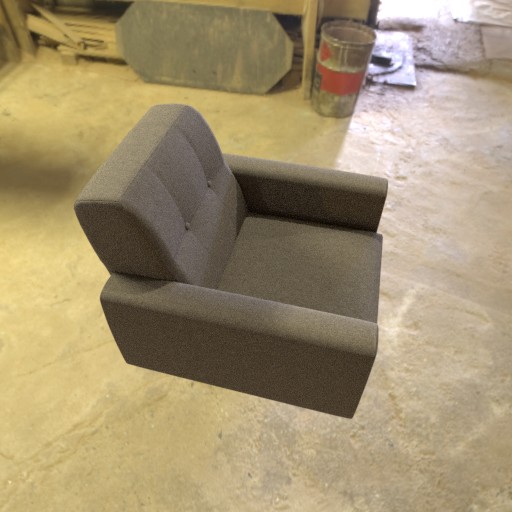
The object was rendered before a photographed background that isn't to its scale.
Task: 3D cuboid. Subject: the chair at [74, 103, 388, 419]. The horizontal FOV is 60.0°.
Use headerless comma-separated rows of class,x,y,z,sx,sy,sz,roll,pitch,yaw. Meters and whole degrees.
chair,0.000,0.000,1.611,0.907,0.839,0.831,10,47,9
